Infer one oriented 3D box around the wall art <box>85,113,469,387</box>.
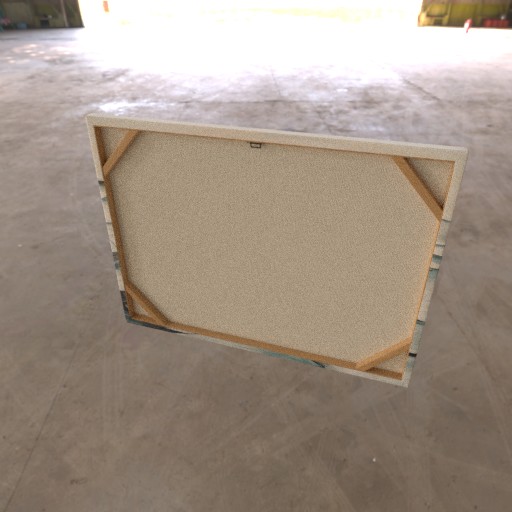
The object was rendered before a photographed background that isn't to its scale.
[{"bbox_3d":[0.000,0.000,1.607,1.219,0.915,0.039,10,33,15],"label":"wall art"}]
